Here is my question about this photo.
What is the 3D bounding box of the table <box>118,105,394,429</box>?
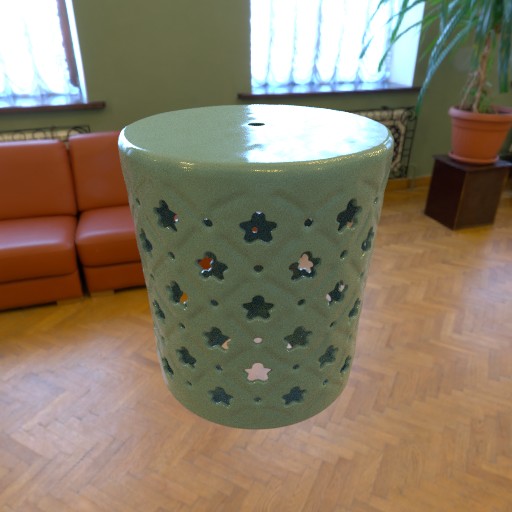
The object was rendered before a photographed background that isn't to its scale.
[{"bbox_3d":[0.000,0.000,0.665,0.352,0.387,0.352,0,28,0],"label":"table"}]
